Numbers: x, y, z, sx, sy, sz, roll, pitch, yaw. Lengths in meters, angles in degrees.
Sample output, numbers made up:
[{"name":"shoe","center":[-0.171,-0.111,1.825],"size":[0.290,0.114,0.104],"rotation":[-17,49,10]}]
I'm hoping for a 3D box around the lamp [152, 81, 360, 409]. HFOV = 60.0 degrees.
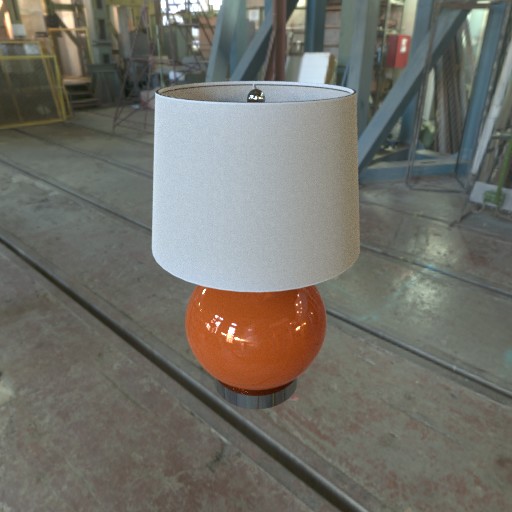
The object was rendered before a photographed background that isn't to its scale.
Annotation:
[{"name":"lamp","center":[0.000,0.000,0.546],"size":[0.247,0.387,0.247],"rotation":[0,26,0]}]
